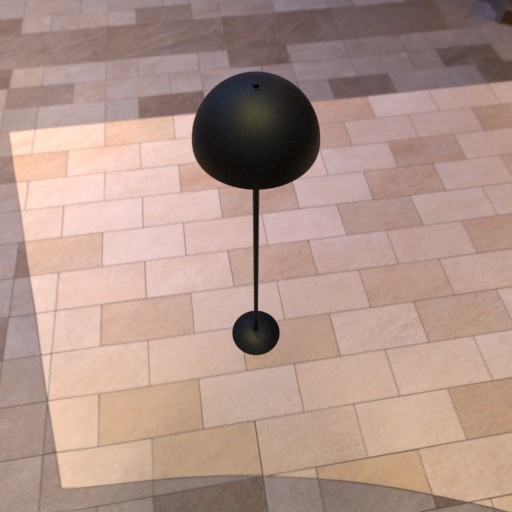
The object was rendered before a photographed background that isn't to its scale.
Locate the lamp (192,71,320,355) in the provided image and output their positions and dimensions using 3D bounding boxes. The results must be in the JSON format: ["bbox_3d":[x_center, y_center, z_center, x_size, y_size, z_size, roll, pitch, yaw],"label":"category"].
[{"bbox_3d":[0.000,0.000,1.622,0.328,1.480,0.328,31,63,17],"label":"lamp"}]
